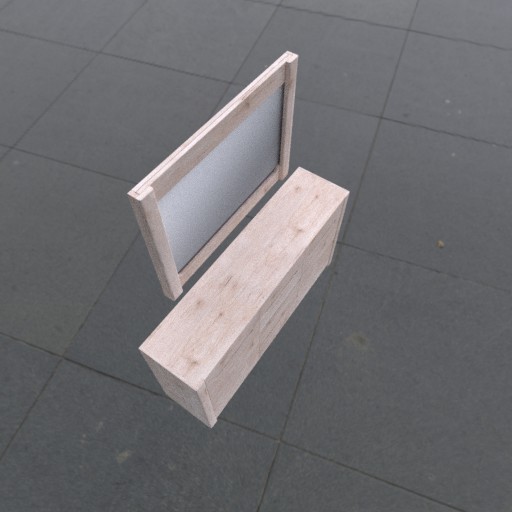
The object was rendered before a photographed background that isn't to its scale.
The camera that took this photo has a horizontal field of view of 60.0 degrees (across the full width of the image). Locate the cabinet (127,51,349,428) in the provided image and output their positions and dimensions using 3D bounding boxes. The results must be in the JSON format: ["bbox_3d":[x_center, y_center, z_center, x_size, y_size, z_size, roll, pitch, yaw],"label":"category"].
[{"bbox_3d":[0.000,0.000,2.743,0.420,1.981,1.700,30,62,18],"label":"cabinet"}]
